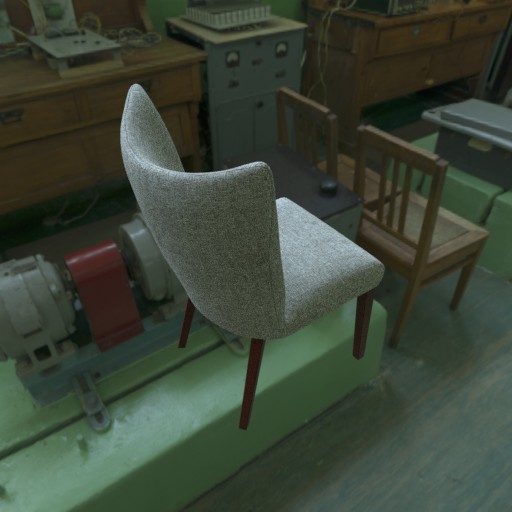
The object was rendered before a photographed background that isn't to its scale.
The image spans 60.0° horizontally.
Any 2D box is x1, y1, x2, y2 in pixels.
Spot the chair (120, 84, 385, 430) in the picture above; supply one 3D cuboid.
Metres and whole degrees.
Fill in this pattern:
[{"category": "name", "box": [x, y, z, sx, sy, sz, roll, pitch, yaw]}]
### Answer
[{"category": "chair", "box": [0.000, 0.000, 1.295, 0.623, 0.924, 0.535, -25, 46, -27]}]
